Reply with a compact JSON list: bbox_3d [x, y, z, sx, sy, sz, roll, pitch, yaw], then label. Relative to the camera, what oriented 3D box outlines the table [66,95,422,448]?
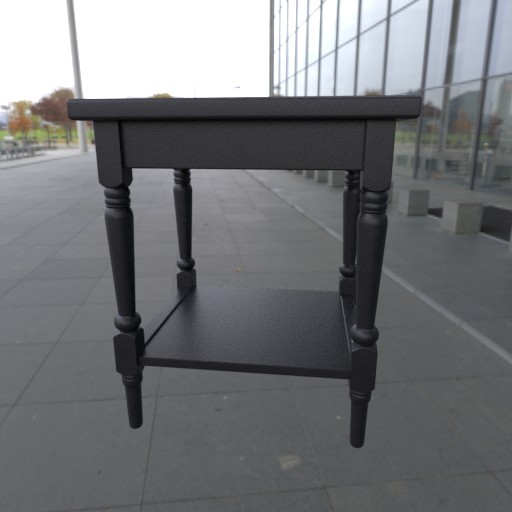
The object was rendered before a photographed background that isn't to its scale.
[{"bbox_3d":[0.000,0.000,0.884,0.488,0.565,0.442,2,15,7],"label":"table"}]
